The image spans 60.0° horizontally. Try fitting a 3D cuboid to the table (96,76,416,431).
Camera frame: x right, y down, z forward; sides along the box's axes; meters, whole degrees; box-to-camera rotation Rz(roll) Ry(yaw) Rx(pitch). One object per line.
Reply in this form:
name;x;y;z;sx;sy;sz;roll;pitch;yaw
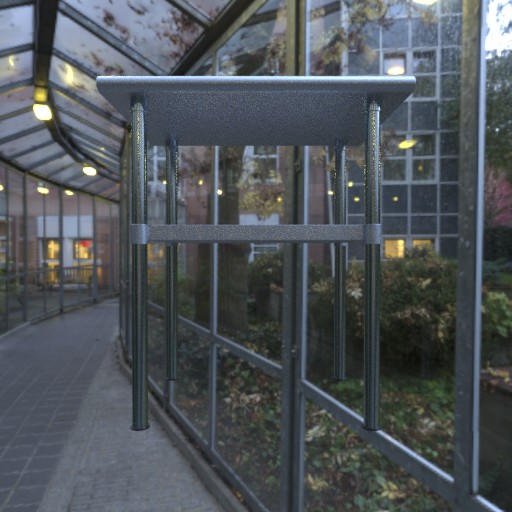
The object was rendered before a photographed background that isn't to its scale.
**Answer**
table;0.000;0.000;1.352;0.762;0.876;0.584;0;1;0
